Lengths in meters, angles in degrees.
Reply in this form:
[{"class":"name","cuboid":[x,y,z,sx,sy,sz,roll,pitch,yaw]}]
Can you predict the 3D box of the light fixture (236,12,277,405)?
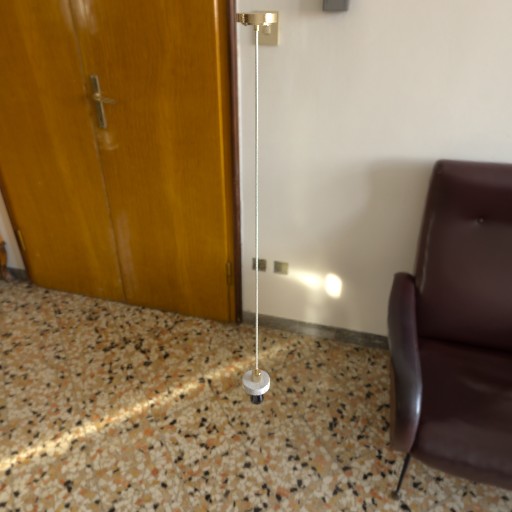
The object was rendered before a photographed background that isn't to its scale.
[{"class":"light fixture","cuboid":[0.000,0.000,1.735,0.129,1.669,0.129,-10,33,-17]}]
